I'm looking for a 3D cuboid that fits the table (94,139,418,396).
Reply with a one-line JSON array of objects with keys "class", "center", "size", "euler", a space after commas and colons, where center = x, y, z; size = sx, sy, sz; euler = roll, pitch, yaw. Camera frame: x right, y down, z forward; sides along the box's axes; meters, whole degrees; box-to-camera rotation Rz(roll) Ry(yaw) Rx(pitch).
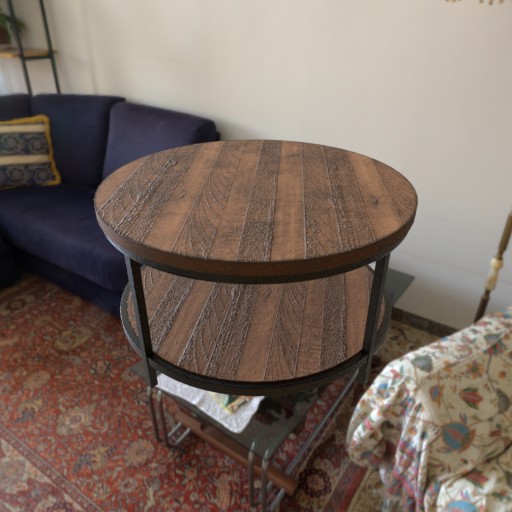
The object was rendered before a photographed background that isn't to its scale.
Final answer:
[{"class": "table", "center": [0.000, 0.000, 1.317], "size": [0.837, 0.462, 0.837], "euler": [0, 30, 0]}]
